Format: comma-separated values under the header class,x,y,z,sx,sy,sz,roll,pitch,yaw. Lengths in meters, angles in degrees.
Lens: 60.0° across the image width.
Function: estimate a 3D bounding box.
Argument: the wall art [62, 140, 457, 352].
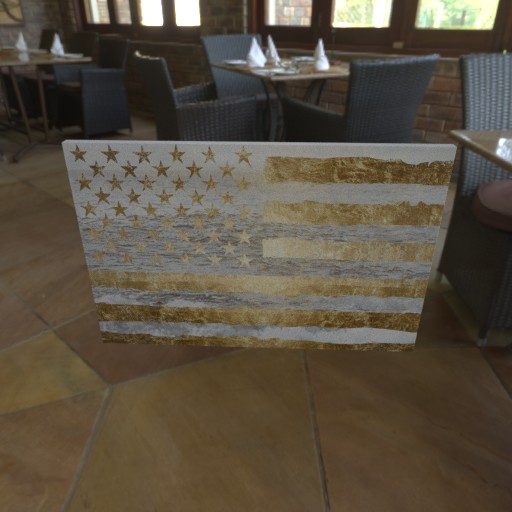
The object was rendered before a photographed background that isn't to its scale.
class,x,y,z,sx,sy,sz,roll,pitch,yaw
wall art,0.000,0.000,1.200,0.932,0.610,0.027,1,28,2
